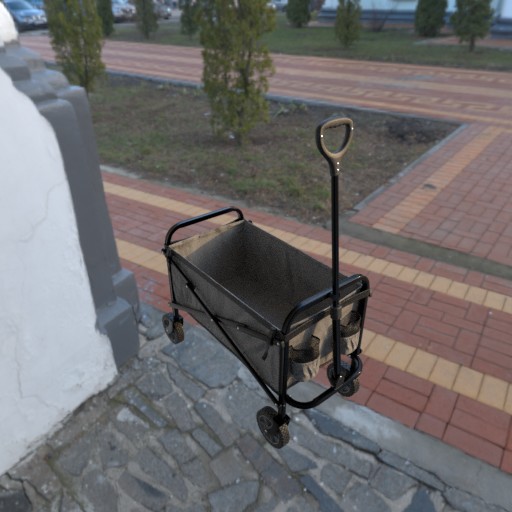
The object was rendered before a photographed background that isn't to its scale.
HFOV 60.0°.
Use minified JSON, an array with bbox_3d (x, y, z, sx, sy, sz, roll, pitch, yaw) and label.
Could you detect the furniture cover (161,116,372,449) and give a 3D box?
[{"bbox_3d":[0.000,0.000,1.891,0.532,1.295,1.038,-22,37,-33],"label":"furniture cover"}]
